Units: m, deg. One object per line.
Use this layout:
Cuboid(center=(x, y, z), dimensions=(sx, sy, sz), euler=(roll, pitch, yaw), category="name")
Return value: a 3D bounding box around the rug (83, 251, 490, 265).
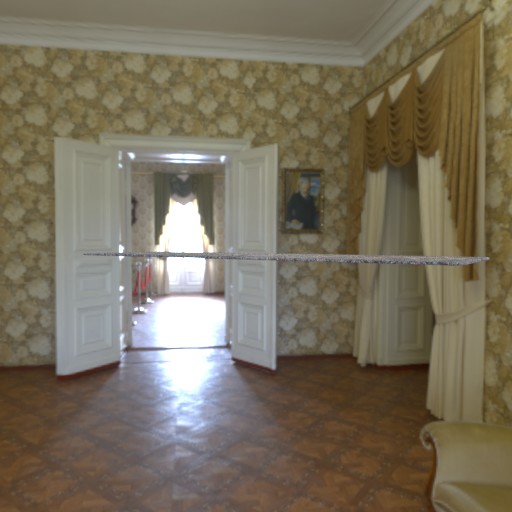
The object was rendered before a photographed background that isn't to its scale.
Cuboid(center=(0.000, 0.000, 2.539), dimensions=(2.305, 0.013, 0.719), euler=(1, 2, 35), category="rug")
